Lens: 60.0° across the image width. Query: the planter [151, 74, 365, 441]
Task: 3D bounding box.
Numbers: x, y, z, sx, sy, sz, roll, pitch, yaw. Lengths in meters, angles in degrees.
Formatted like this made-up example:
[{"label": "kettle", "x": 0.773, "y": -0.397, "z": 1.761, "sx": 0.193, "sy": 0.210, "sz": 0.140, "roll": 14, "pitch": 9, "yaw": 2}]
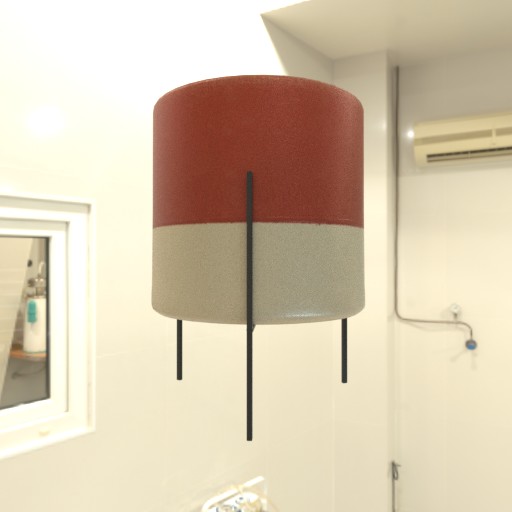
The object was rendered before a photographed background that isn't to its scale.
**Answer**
[{"label": "planter", "x": 0.000, "y": 0.000, "z": 0.739, "sx": 0.354, "sy": 0.465, "sz": 0.345, "roll": 0, "pitch": 0, "yaw": 34}]
